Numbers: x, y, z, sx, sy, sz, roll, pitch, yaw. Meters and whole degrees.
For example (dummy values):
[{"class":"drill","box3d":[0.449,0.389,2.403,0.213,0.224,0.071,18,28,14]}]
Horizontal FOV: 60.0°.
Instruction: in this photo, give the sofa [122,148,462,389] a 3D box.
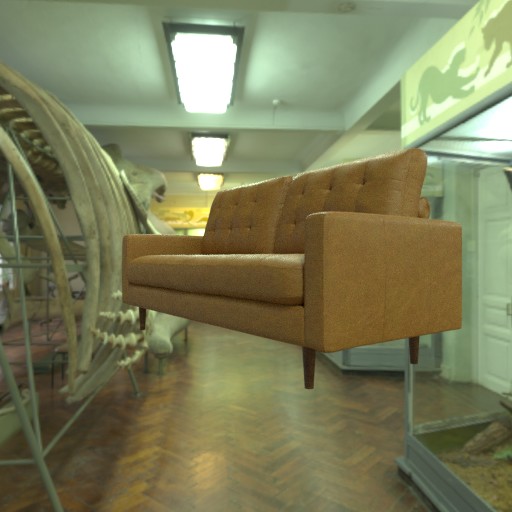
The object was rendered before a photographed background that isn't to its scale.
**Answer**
[{"class":"sofa","box3d":[0.000,0.000,2.289,0.850,0.898,1.821,0,0,-36]}]
